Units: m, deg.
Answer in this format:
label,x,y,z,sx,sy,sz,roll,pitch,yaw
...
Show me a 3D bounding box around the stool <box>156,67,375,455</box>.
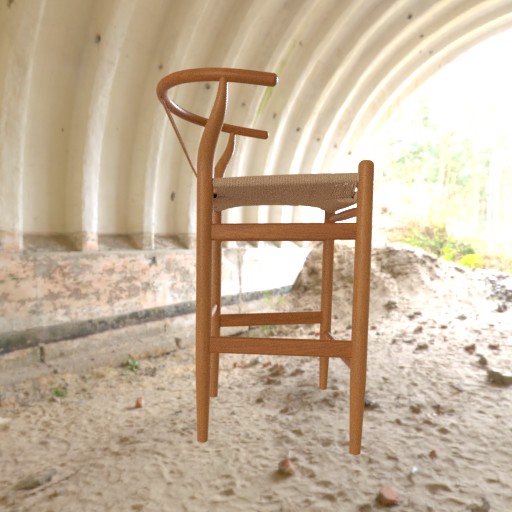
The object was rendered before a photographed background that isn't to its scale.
label,x,y,z,sx,sy,sz,roll,pitch,yaw
stool,0.000,0.000,1.337,0.579,0.970,0.569,0,2,-1
